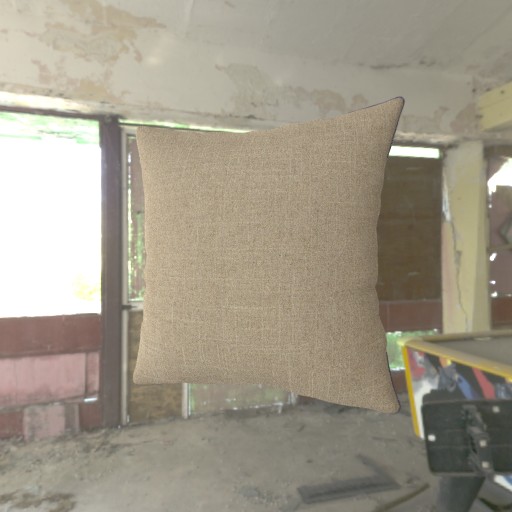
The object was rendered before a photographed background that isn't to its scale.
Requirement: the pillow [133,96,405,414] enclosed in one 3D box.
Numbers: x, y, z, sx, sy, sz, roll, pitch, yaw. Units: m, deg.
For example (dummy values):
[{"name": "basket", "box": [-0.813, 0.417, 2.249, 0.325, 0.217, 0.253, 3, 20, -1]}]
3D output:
[{"name": "pillow", "box": [0.000, 0.000, 0.691, 0.440, 0.441, 0.147, 0, 0, 18]}]
